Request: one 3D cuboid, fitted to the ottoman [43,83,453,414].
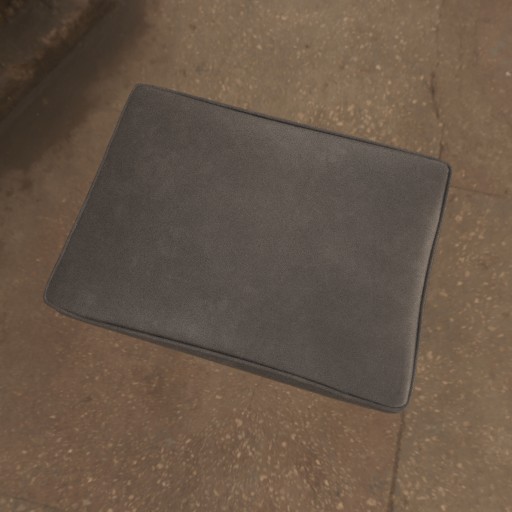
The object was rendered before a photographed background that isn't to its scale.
[{"bbox_3d":[0.000,0.000,1.101,0.756,0.445,0.554,16,74,5],"label":"ottoman"}]
